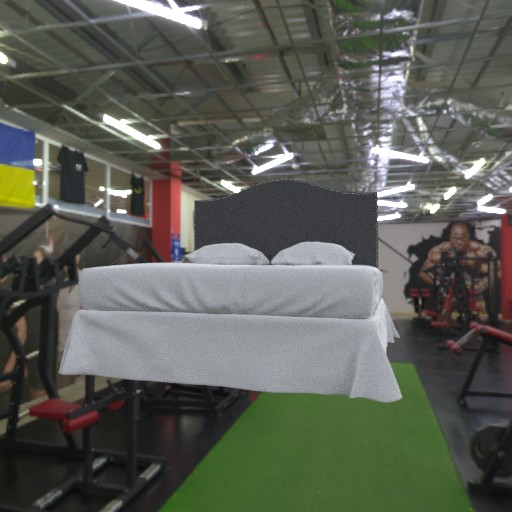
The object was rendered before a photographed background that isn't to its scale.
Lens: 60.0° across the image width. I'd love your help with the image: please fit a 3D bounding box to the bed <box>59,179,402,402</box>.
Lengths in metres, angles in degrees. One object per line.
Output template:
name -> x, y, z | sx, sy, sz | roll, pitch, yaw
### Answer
bed -> 0.000, 0.000, 3.698 | 2.314, 1.651, 2.219 | 0, -1, 17
